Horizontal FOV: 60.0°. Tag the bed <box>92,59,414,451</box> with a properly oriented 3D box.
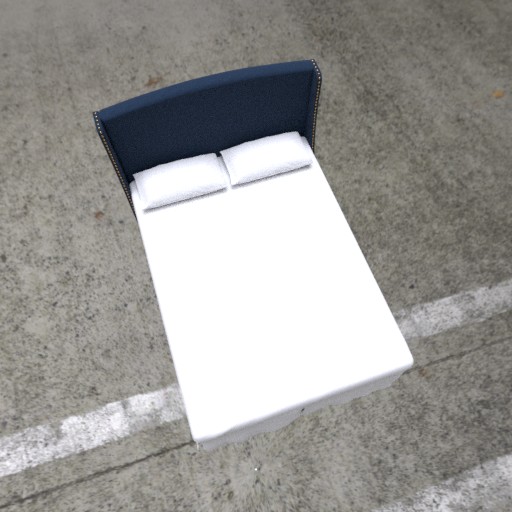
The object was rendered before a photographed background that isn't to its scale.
[{"bbox_3d":[0.000,0.000,3.179,1.604,1.402,2.223,-17,65,-8],"label":"bed"}]
